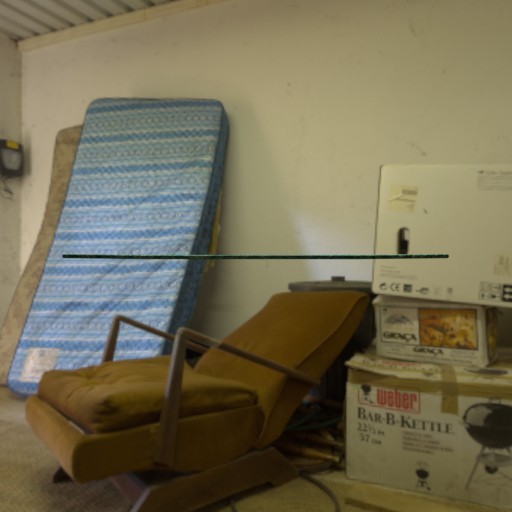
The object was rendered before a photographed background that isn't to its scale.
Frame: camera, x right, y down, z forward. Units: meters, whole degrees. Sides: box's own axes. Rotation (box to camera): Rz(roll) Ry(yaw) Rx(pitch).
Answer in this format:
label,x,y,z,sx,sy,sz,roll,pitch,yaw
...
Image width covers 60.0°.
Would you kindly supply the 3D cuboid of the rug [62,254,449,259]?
label,x,y,z,sx,sy,sz,roll,pitch,yaw
rug,0.000,0.000,2.140,1.136,0.017,1.728,0,0,0
